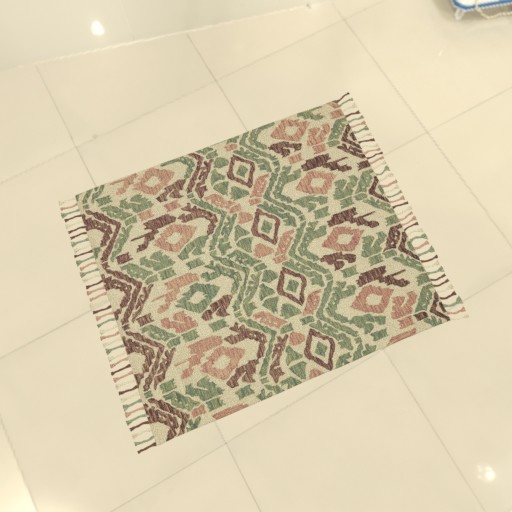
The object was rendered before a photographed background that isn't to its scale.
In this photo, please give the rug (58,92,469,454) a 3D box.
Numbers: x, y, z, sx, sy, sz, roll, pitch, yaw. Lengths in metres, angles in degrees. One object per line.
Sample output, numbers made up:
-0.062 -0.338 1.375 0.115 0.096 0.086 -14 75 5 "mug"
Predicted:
0.000 0.000 4.005 3.048 0.010 2.438 -22 76 -6 "rug"
